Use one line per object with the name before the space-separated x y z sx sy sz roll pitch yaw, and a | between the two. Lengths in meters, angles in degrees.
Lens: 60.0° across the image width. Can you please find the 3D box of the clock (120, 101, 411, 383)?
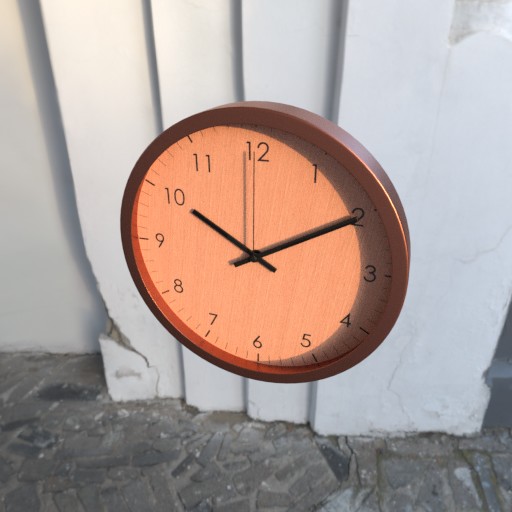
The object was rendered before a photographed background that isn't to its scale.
clock | 0.000 0.000 0.477 0.313 0.313 0.040 9 28 17
